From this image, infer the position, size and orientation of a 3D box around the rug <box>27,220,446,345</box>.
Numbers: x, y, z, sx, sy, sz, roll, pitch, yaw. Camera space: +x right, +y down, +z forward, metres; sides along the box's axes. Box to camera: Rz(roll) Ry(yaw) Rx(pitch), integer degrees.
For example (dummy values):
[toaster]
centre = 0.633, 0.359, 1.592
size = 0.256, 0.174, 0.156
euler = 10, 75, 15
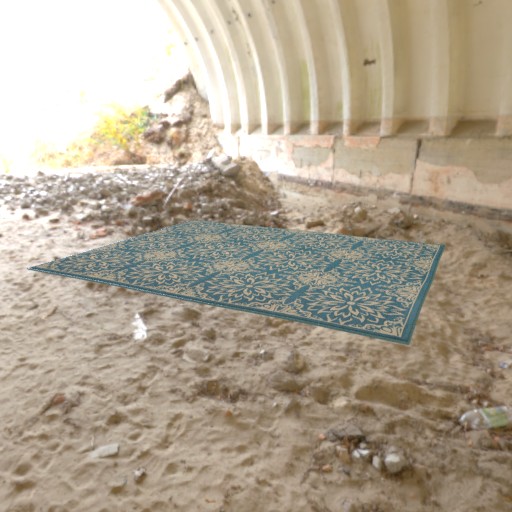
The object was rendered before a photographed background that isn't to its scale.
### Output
[rug]
centre = 0.000, 0.000, 3.950
size = 2.964, 0.018, 2.350
euler = 8, 17, 26
